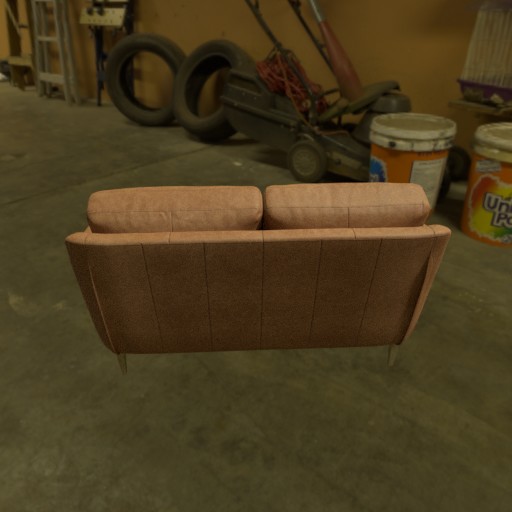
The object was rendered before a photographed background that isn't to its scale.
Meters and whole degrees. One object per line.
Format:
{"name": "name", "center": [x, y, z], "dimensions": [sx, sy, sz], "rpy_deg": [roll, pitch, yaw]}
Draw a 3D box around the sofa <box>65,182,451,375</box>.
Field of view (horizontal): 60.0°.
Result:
{"name": "sofa", "center": [0.000, 0.000, 2.156], "dimensions": [1.619, 0.902, 0.960], "rpy_deg": [-1, 29, -2]}
